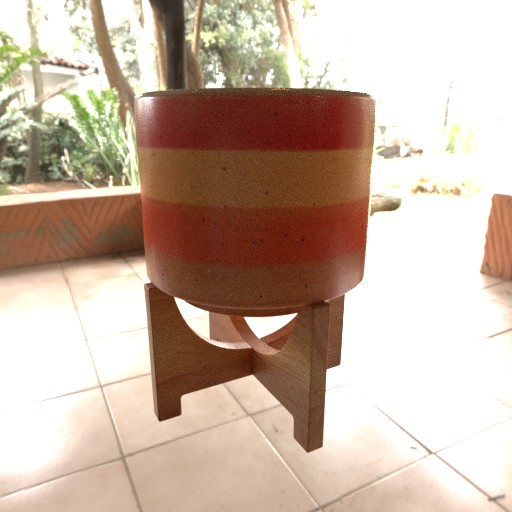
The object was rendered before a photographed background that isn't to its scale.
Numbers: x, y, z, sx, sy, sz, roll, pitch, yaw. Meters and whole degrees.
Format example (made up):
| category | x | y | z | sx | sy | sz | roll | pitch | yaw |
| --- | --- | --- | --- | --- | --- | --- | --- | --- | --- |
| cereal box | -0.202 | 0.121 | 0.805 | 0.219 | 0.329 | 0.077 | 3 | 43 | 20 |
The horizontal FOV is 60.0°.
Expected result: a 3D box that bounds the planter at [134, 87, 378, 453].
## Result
| category | x | y | z | sx | sy | sz | roll | pitch | yaw |
| --- | --- | --- | --- | --- | --- | --- | --- | --- | --- |
| planter | 0.000 | 0.000 | 0.395 | 0.199 | 0.268 | 0.199 | 0 | 17 | 0 |
